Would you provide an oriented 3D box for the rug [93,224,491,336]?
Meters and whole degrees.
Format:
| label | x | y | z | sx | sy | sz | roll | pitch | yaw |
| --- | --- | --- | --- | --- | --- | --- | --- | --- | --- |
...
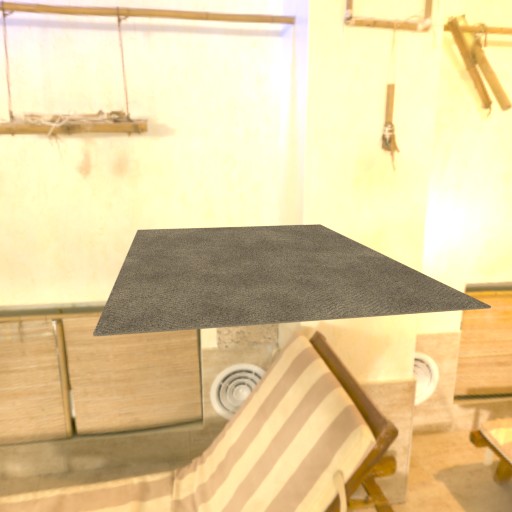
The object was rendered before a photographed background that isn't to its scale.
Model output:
| label | x | y | z | sx | sy | sz | roll | pitch | yaw |
| --- | --- | --- | --- | --- | --- | --- | --- | --- | --- |
| rug | 0.000 | 0.000 | 2.788 | 1.600 | 0.008 | 2.235 | -2 | 13 | -10 |
